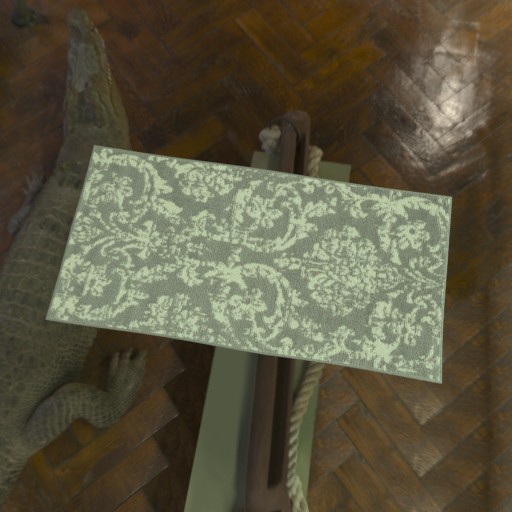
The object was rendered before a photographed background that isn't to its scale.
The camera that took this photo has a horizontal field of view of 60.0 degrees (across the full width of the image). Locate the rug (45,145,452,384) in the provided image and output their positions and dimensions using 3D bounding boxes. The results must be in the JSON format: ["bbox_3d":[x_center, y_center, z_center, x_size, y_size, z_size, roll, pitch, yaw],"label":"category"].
[{"bbox_3d":[0.000,0.000,1.416,1.219,0.007,0.604,9,75,2],"label":"rug"}]
